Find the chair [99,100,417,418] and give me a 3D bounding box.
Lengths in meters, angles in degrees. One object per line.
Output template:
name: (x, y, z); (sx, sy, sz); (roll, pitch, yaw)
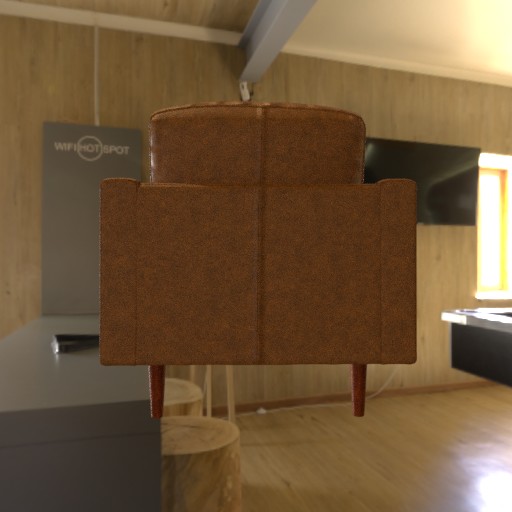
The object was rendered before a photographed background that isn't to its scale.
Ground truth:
chair: (0.000, 0.000, 1.688); (0.890, 0.956, 0.909); (0, 0, -1)
